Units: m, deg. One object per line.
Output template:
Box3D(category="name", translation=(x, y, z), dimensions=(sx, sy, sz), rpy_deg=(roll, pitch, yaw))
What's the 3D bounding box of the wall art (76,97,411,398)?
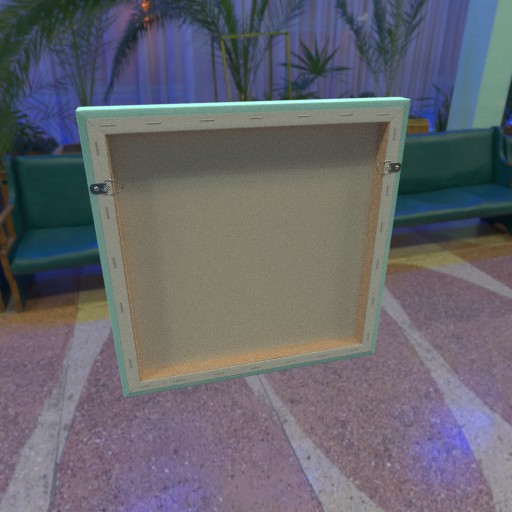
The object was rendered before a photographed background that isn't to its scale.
Box3D(category="wall art", translation=(0.000, 0.000, 1.165), dimensions=(0.765, 0.766, 0.054), rpy_deg=(-7, 26, -13))
